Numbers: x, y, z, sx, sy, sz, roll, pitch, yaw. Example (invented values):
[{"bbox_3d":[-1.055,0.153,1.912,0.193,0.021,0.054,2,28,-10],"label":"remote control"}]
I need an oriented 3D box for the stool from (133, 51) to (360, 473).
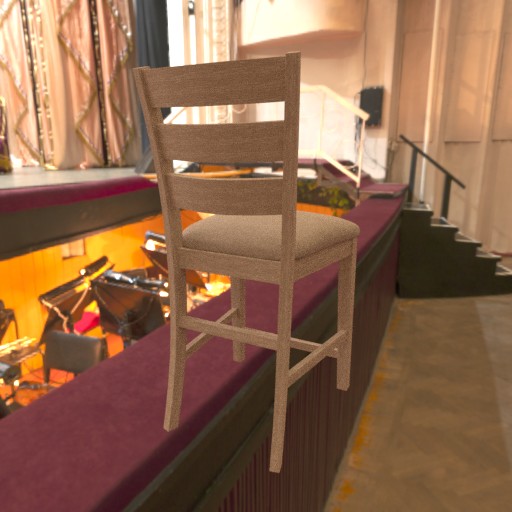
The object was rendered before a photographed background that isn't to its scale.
[{"bbox_3d":[0.000,0.000,1.334,0.484,1.032,0.569,8,16,28],"label":"stool"}]
